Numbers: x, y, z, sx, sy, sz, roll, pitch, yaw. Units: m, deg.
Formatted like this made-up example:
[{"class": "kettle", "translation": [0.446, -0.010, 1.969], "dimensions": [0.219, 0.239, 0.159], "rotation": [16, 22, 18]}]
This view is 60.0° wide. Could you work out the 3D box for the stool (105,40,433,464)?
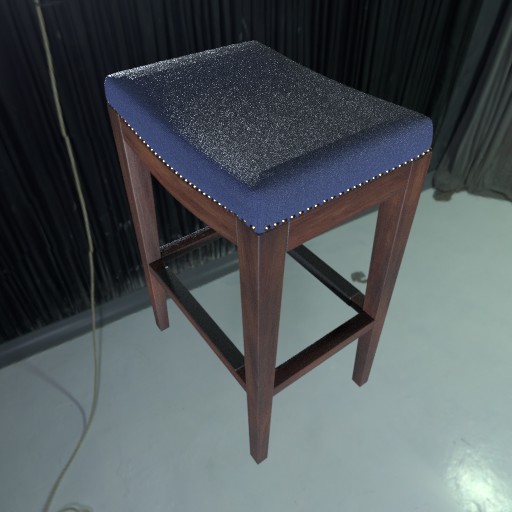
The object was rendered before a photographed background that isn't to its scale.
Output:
[{"class": "stool", "translation": [0.000, 0.000, 0.981], "dimensions": [0.358, 0.740, 0.498], "rotation": [-27, 49, -26]}]
